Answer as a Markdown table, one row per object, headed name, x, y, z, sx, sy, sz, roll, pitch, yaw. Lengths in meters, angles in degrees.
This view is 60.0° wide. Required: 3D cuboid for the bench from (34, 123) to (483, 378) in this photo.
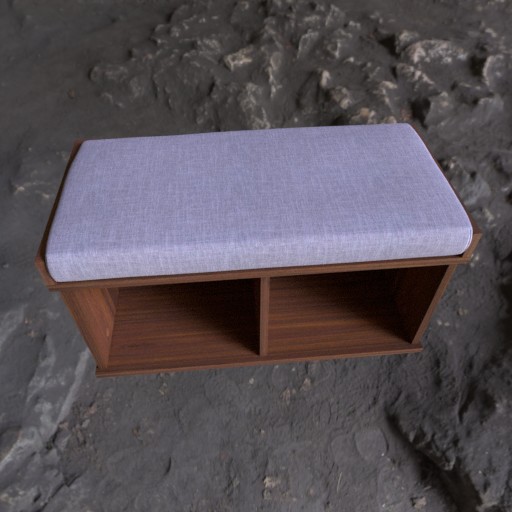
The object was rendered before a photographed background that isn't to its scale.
| name | x | y | z | sx | sy | sz | roll | pitch | yaw |
| --- | --- | --- | --- | --- | --- | --- | --- | --- | --- |
| bench | 0.000 | 0.000 | 0.984 | 0.734 | 0.461 | 0.362 | -4 | 47 | -3 |
